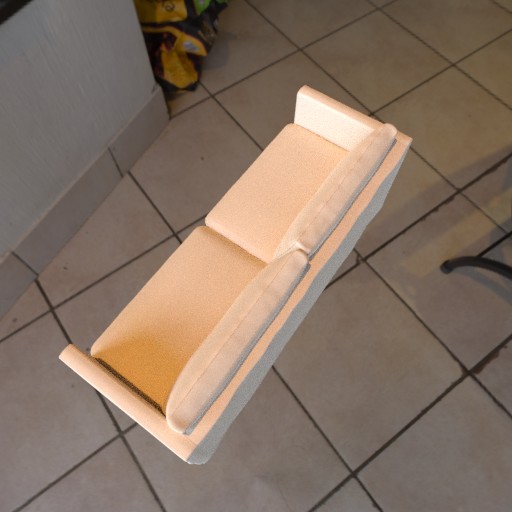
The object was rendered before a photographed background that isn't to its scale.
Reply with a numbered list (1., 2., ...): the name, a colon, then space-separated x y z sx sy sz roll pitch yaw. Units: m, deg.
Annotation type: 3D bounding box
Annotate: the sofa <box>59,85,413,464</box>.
1. sofa: 0.000 0.000 3.311 1.036 0.999 2.779 32 68 15
